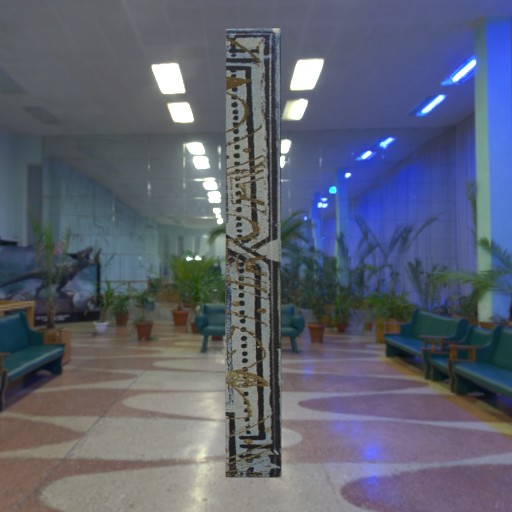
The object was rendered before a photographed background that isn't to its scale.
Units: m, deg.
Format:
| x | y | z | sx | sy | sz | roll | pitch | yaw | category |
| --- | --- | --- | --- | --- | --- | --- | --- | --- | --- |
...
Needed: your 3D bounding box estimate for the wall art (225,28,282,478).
| x | y | z | sx | sy | sz | roll | pitch | yaw | category |
| --- | --- | --- | --- | --- | --- | --- | --- | --- | --- |
| 0.000 | 0.000 | 0.452 | 0.038 | 0.306 | 0.302 | 0 | -2 | 1 | wall art |
